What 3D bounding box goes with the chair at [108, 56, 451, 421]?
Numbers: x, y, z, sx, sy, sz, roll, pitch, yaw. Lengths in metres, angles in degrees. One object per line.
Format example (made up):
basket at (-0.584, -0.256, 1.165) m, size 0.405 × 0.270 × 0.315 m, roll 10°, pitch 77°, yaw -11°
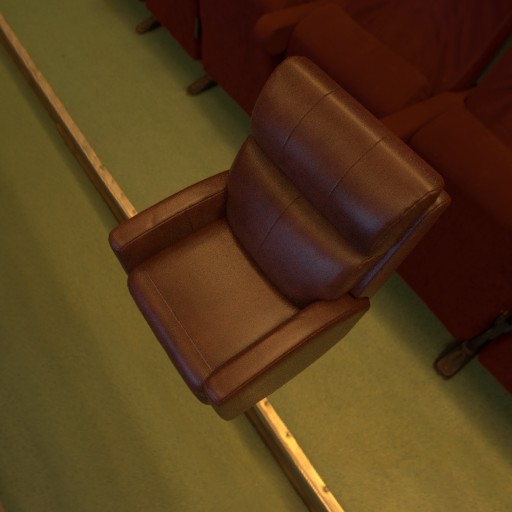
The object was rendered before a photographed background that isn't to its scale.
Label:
chair at (0.000, 0.000, 1.677) m, size 0.939 × 1.016 × 0.787 m, roll -33°, pitch 67°, yaw -16°
